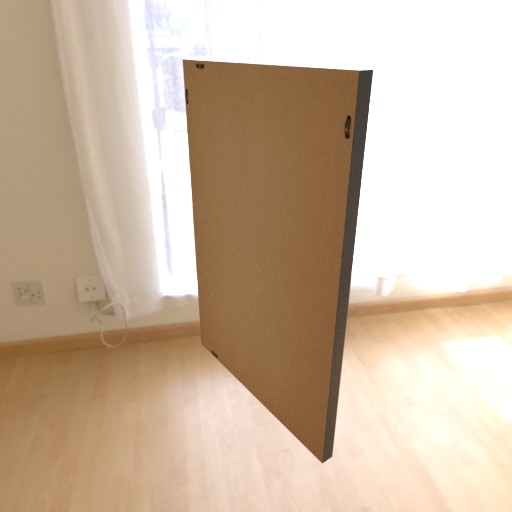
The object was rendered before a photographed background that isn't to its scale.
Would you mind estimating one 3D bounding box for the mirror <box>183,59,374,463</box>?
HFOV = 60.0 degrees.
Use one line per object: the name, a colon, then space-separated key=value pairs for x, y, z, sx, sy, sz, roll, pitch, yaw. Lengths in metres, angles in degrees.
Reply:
mirror: x=0.000 y=0.000 z=1.146 sx=0.040 sy=0.915 sz=0.609 roll=-18 pitch=31 yaw=-32
